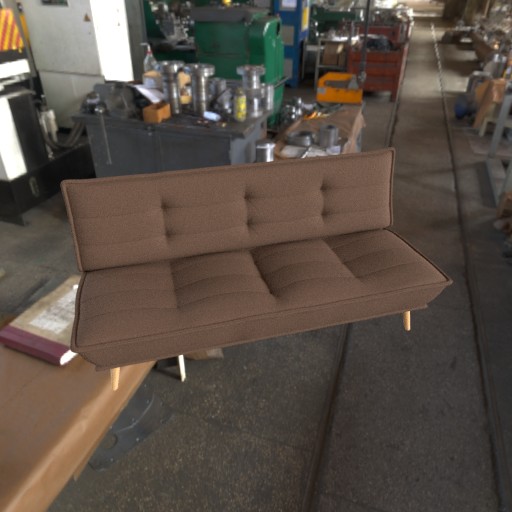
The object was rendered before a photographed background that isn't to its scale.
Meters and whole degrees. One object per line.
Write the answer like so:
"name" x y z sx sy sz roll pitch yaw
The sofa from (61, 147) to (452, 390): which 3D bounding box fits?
"sofa" 0.000 0.000 2.498 1.940 0.890 0.950 -8 33 -13
